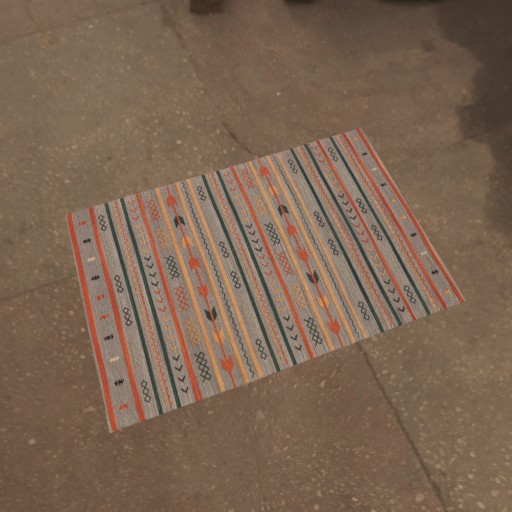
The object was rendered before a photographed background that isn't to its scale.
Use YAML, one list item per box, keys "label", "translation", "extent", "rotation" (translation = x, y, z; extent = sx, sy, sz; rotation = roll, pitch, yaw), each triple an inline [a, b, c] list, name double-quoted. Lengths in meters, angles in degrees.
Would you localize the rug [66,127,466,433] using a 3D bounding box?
- label: "rug"
  translation: [0.000, 0.000, 2.367]
  extent: [1.835, 0.017, 1.220]
  rotation: [-18, 65, -9]
